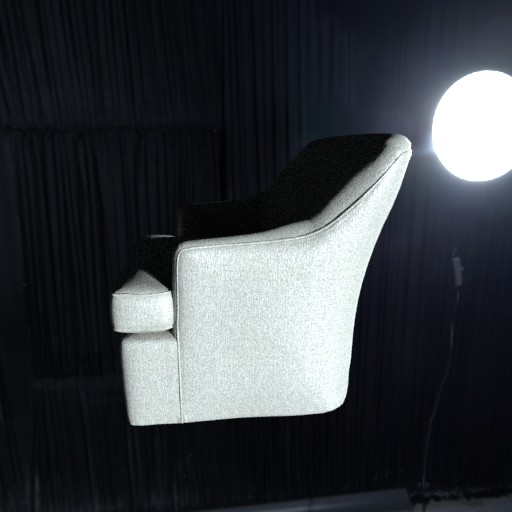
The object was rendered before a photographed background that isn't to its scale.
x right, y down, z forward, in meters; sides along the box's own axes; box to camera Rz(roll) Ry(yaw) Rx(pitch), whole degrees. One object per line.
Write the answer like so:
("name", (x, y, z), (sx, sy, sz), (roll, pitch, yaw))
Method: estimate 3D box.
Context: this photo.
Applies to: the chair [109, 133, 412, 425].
("chair", (0.000, 0.000, 1.603), (0.923, 0.856, 0.864), (-2, 14, -8))
